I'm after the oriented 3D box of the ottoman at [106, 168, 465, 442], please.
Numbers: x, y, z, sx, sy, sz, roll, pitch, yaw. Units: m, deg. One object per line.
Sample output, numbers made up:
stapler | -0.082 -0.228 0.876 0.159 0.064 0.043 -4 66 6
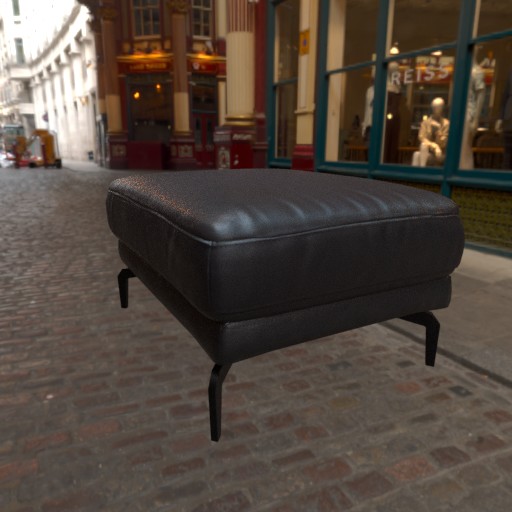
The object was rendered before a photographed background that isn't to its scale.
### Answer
ottoman | 0.000 0.000 1.075 0.570 0.402 0.764 -8 17 -28
